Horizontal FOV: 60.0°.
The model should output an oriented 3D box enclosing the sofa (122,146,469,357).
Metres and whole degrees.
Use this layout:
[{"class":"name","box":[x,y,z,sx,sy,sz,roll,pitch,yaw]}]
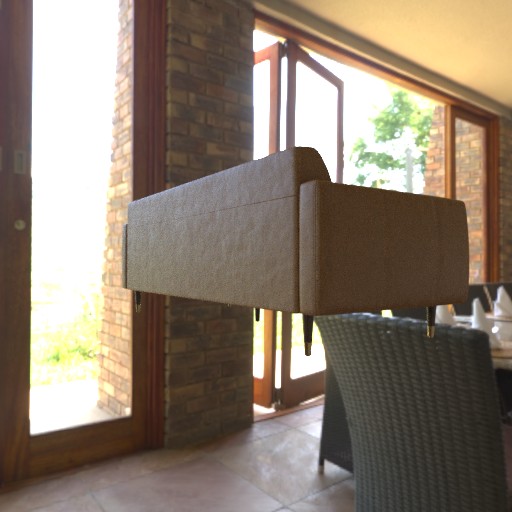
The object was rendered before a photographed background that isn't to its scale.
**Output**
[{"class":"sofa","box":[0.000,0.000,2.762,0.990,0.821,2.291,1,-1,-34]}]
